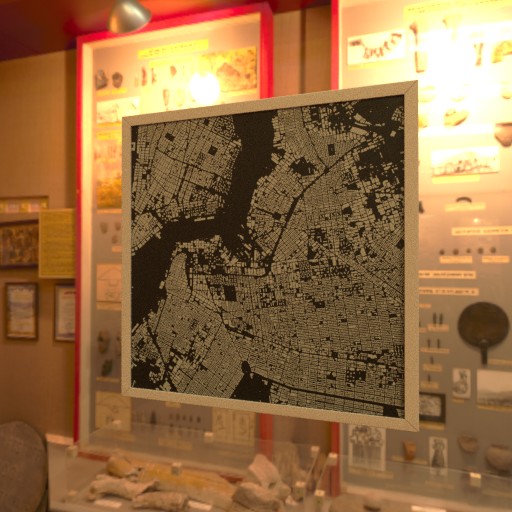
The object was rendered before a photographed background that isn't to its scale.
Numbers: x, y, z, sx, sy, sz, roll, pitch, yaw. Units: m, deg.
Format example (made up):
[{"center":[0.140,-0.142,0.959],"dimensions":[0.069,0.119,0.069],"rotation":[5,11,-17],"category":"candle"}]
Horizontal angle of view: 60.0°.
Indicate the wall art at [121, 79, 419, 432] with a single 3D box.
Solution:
[{"center":[0.000,0.000,1.105],"dimensions":[0.761,0.762,0.050],"rotation":[0,0,19],"category":"wall art"}]
